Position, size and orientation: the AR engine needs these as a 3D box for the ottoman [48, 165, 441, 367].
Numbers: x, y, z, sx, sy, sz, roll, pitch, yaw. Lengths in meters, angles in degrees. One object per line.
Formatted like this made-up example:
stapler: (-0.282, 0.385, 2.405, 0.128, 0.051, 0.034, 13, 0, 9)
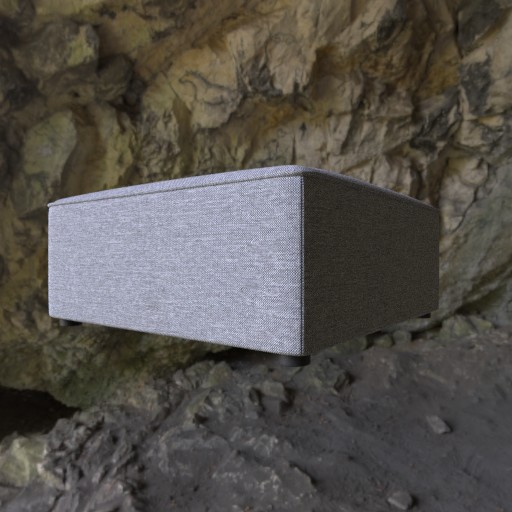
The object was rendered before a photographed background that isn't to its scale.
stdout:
ottoman: (0.000, 0.000, 1.556, 1.005, 0.455, 1.005, 0, 0, 37)
